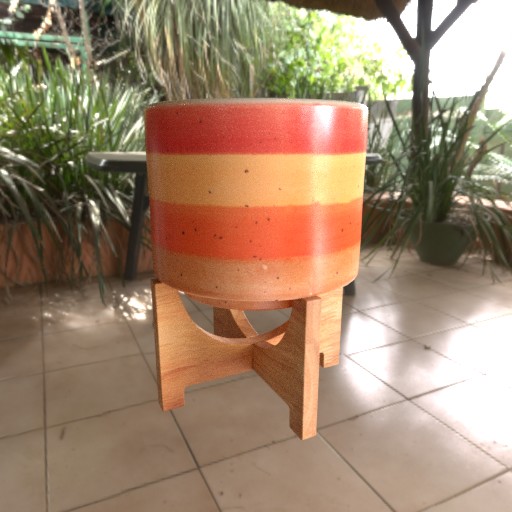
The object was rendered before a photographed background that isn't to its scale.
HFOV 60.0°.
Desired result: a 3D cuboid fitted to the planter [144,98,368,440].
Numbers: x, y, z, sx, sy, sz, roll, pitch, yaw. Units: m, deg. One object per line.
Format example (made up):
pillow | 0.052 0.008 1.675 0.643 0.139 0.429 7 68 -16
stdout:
planter | 0.000 0.000 0.420 0.199 0.268 0.199 0 15 0
